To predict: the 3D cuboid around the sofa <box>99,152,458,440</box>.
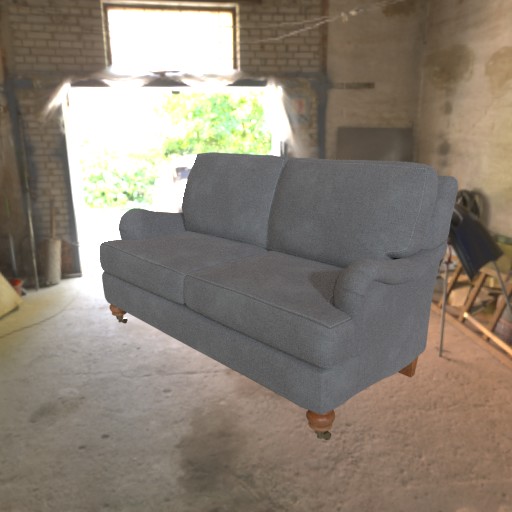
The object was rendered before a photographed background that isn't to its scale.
[{"bbox_3d":[0.000,0.000,2.547,1.853,1.101,1.084,15,22,43],"label":"sofa"}]
